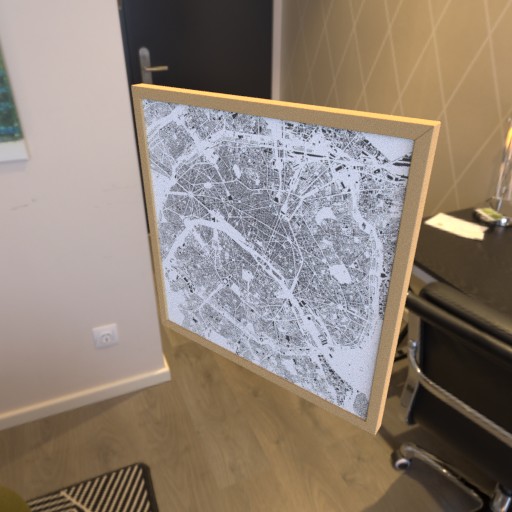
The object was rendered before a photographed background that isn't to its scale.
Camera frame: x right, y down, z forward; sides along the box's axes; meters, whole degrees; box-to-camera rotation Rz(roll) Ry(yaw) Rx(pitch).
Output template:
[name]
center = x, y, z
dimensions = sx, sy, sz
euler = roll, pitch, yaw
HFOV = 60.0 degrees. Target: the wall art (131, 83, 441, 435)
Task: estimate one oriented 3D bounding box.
[wall art]
center = 0.000, 0.000, 1.130
dimensions = 0.761, 0.761, 0.037
euler = 20, 35, 31
